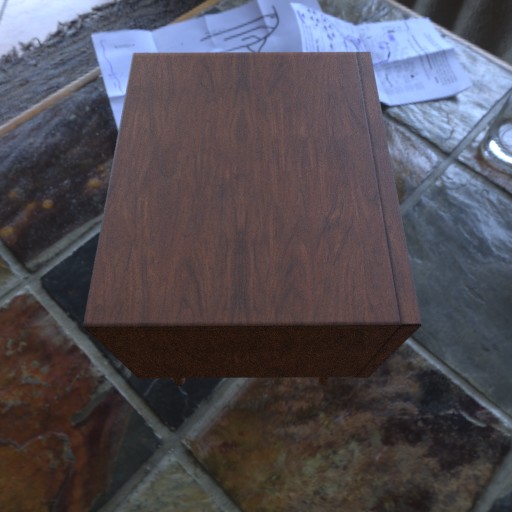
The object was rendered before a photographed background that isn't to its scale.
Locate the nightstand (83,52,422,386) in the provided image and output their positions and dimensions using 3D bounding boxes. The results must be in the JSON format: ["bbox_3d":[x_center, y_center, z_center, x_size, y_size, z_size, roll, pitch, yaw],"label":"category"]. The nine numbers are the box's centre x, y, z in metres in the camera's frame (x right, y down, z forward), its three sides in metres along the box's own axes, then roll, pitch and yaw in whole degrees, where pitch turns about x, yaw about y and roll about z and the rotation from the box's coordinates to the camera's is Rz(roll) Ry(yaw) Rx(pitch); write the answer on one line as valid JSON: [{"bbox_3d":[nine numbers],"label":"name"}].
[{"bbox_3d":[0.000,0.000,0.954,0.445,0.607,0.521,0,62,0],"label":"nightstand"}]
